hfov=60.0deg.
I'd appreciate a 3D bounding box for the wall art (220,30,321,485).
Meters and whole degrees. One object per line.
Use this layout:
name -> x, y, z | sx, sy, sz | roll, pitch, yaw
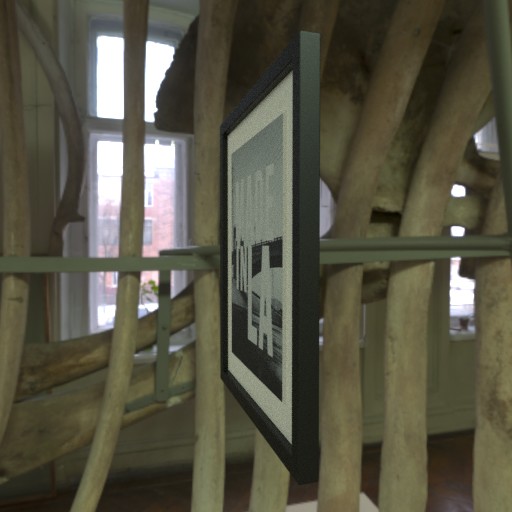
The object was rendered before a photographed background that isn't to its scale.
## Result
wall art -> 0.000, 0.000, 0.766 | 0.028, 0.559, 0.457 | -1, 2, -17
